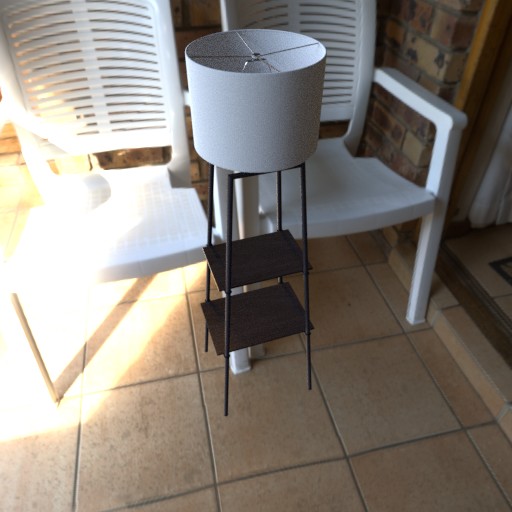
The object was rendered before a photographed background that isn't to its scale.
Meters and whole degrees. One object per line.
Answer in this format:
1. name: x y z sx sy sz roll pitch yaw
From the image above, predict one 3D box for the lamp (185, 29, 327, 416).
1. lamp: 0.000 0.000 1.668 0.427 1.474 0.384 -13 43 -14
